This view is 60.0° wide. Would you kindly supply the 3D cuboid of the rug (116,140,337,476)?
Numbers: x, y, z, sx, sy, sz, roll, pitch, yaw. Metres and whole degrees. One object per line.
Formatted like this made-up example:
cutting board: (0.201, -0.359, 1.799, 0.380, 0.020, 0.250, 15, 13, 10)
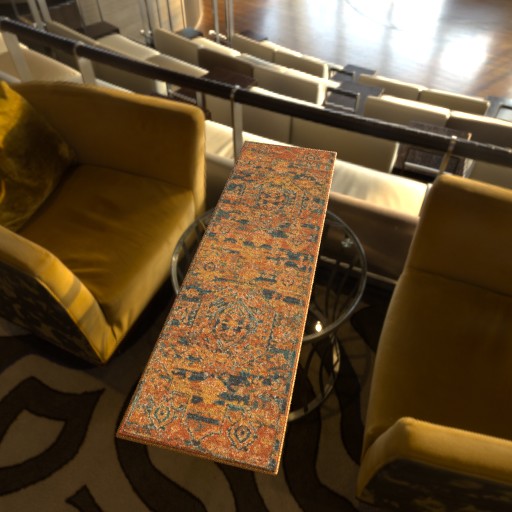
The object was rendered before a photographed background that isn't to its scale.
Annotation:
rug: (0.000, 0.000, 2.048, 0.556, 0.013, 1.820, 10, 48, 9)
